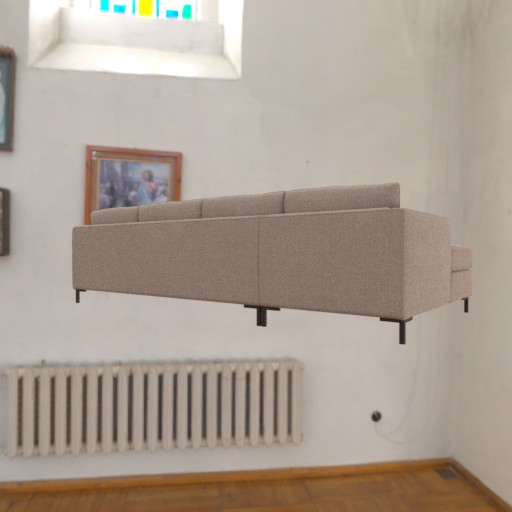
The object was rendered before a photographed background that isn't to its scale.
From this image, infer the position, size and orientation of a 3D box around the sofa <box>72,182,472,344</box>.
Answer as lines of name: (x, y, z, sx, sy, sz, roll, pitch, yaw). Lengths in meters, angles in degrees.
sofa: (0.000, 0.000, 3.536, 2.923, 0.816, 1.469, 1, 1, 37)
